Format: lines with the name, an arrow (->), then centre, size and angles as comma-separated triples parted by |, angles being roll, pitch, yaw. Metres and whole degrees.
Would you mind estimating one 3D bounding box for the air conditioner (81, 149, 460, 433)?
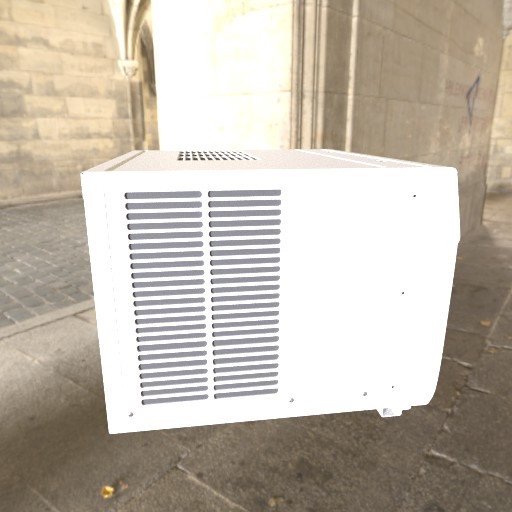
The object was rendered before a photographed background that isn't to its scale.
air conditioner -> 0.000, 0.000, 1.034 | 0.599, 0.455, 0.645 | -2, 16, -8
